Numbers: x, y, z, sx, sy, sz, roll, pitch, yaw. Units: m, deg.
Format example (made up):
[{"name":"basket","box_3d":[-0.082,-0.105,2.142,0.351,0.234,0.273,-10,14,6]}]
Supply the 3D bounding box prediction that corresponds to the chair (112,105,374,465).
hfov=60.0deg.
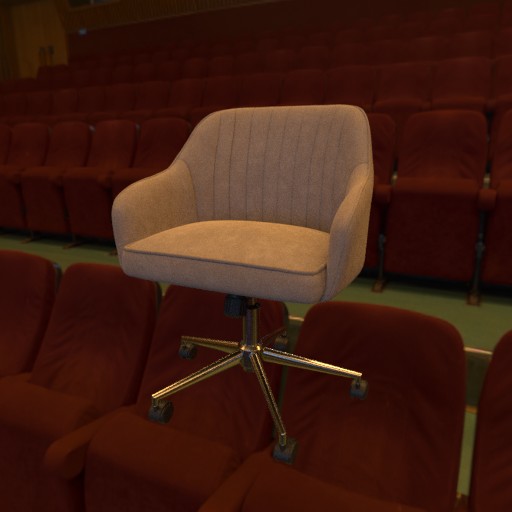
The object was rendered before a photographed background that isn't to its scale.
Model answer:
[{"name":"chair","box_3d":[0.000,0.000,1.241,0.635,0.831,0.573,7,16,24]}]
